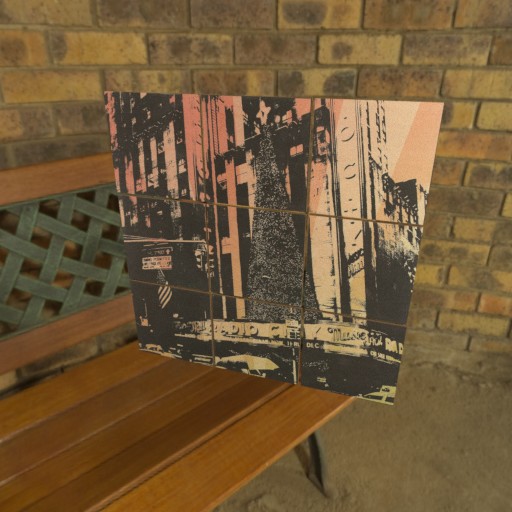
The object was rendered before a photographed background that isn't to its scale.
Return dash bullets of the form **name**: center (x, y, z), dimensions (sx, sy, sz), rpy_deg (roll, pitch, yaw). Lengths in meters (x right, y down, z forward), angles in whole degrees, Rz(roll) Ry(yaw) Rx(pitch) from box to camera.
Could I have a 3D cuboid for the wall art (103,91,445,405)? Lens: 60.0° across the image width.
- **wall art**: center (0.000, 0.000, 1.346), dimensions (0.919, 0.917, 0.010), rpy_deg (8, 27, 16)
